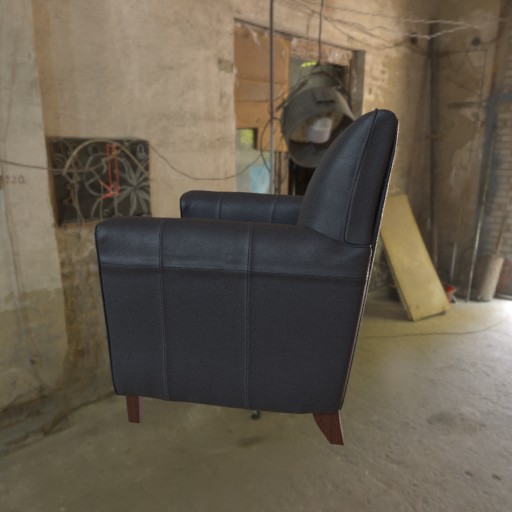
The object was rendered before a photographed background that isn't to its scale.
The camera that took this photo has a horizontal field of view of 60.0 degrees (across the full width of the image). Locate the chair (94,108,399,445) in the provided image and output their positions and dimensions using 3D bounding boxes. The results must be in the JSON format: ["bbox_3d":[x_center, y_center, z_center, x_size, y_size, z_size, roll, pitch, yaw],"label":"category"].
[{"bbox_3d":[0.000,0.000,1.587,0.825,0.943,0.870,2,14,9],"label":"chair"}]
